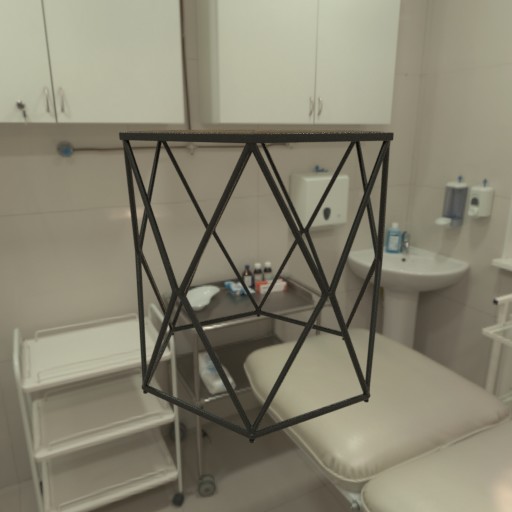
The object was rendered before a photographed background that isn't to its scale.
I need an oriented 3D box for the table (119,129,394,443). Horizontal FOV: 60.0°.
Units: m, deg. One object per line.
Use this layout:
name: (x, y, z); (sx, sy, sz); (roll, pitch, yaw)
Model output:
table: (0.000, 0.000, 1.038); (0.578, 0.564, 0.579); (-8, 18, -26)
